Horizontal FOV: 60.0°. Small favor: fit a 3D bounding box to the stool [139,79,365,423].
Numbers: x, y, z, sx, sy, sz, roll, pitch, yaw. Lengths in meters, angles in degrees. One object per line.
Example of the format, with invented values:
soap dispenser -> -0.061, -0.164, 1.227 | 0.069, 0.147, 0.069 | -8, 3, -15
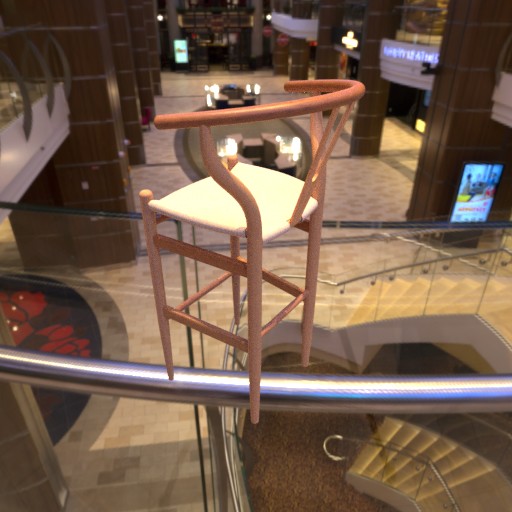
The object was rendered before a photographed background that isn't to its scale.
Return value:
stool -> 0.000, 0.000, 1.405 | 0.561, 1.068, 0.574 | 21, 37, 31
